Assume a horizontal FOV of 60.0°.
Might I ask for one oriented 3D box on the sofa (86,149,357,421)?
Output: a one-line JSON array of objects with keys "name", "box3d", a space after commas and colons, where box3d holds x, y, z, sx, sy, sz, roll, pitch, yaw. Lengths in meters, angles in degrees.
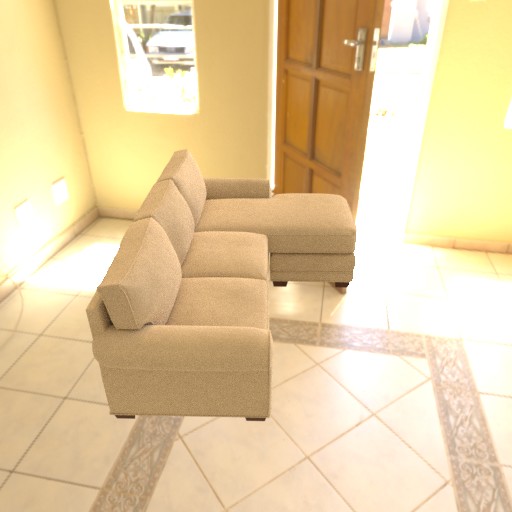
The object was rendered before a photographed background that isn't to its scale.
[{"name": "sofa", "box3d": [0.000, 0.000, 2.428, 1.226, 0.734, 1.770, 1, 31, 1]}]
